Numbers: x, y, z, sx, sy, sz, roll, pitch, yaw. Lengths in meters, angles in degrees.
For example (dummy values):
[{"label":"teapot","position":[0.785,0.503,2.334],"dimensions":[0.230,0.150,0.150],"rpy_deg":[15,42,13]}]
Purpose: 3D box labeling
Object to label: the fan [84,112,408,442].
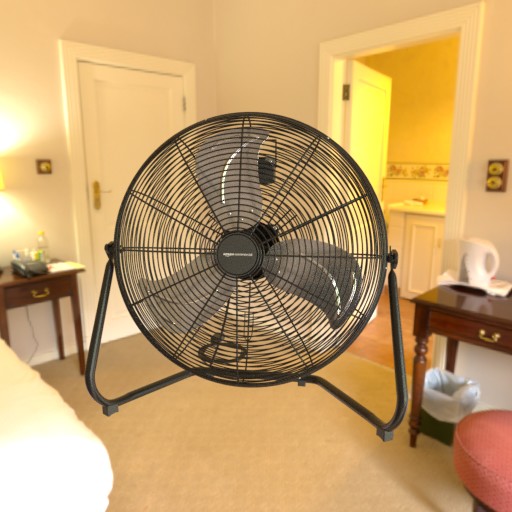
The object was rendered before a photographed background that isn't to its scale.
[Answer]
[{"label":"fan","position":[0.000,0.000,0.907],"dimensions":[0.555,0.546,0.424],"rpy_deg":[2,13,8]}]
